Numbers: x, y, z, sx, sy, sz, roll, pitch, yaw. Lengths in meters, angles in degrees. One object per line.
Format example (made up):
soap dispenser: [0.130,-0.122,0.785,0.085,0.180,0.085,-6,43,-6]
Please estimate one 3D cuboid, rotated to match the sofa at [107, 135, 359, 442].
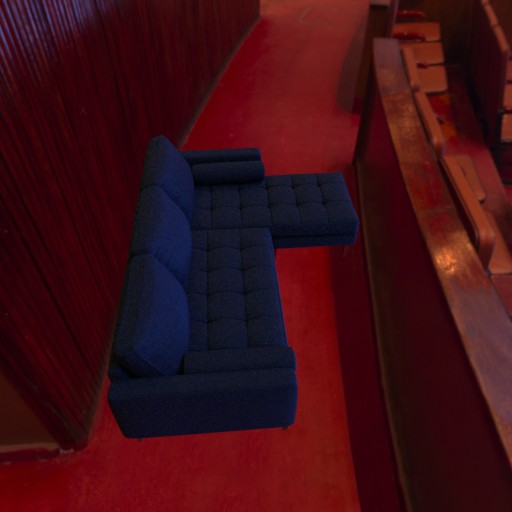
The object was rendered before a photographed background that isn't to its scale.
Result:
sofa: [0.000,0.000,3.019,1.613,0.841,2.185,-3,45,-3]
